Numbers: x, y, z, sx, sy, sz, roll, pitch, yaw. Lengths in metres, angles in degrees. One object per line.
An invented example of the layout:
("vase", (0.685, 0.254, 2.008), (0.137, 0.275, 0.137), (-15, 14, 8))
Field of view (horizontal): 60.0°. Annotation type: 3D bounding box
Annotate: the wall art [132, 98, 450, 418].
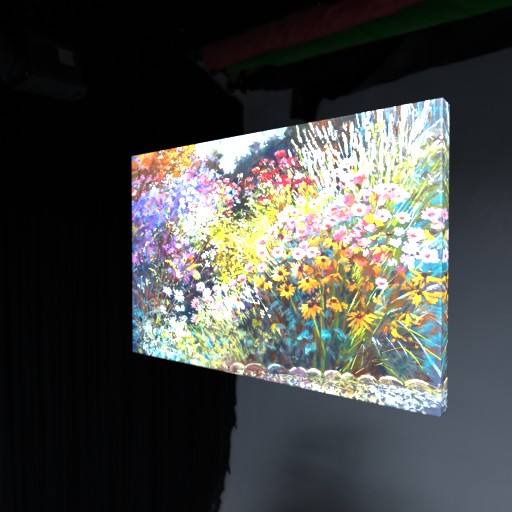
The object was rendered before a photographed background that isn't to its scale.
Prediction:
("wall art", (0.000, 0.000, 0.757), (0.610, 0.406, 0.037), (1, 1, 36))
